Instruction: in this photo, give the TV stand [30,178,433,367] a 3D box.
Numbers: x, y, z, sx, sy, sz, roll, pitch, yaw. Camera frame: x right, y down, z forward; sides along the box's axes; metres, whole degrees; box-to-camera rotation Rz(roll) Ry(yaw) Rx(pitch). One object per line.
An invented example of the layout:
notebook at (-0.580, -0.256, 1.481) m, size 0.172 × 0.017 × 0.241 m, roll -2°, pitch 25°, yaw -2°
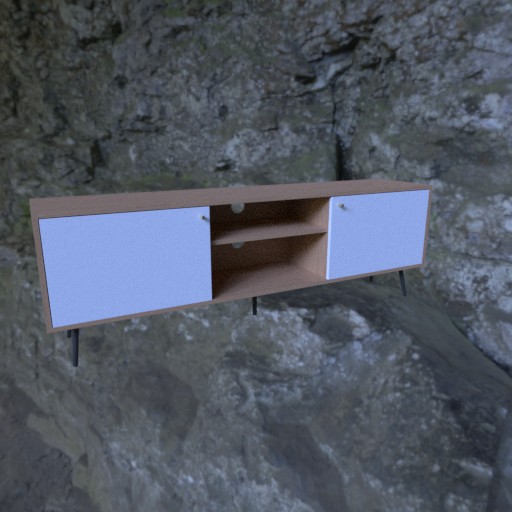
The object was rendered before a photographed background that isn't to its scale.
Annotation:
TV stand at (0.000, 0.000, 2.002) m, size 1.760 × 0.580 × 0.400 m, roll -8°, pitch 17°, yaw -26°
